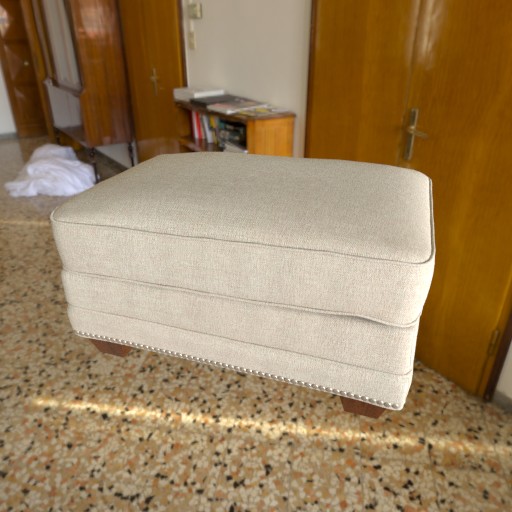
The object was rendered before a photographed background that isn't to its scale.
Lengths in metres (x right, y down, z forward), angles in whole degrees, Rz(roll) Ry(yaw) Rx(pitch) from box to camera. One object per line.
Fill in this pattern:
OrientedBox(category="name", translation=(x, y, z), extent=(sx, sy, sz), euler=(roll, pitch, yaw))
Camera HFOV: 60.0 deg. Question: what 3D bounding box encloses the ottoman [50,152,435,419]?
OrientedBox(category="ottoman", translation=(0.000, 0.000, 1.139), extent=(0.813, 0.458, 0.559), euler=(9, 29, 16))
